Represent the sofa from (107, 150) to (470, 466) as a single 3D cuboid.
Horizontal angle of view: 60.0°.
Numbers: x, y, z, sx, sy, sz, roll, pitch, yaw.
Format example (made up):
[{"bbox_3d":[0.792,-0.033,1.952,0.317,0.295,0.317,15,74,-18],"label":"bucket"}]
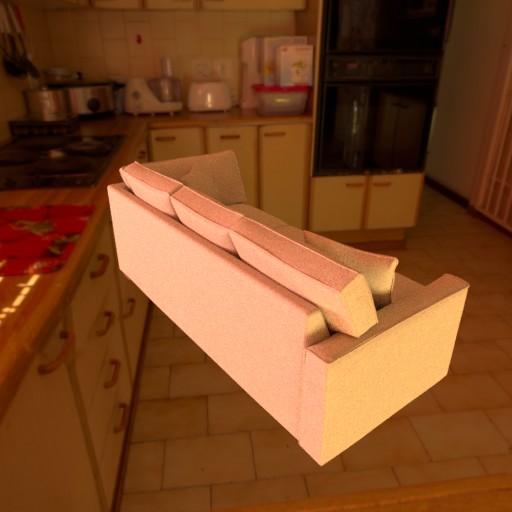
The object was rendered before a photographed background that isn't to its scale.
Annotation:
[{"bbox_3d":[0.000,0.000,2.854,1.061,0.962,2.317,-19,32,-33],"label":"sofa"}]
